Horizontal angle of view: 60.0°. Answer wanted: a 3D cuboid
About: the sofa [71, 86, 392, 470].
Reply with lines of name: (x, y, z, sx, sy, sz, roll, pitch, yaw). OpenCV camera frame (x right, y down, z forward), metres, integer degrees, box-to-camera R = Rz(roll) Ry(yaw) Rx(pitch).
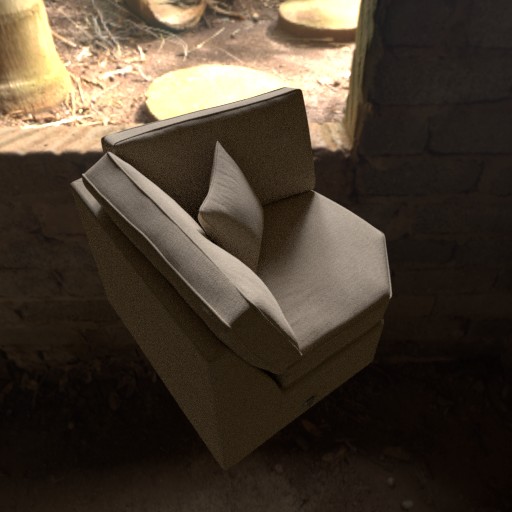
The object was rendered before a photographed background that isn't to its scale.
sofa: (0.000, 0.000, 1.821, 1.042, 0.937, 1.050, -26, 49, -26)
